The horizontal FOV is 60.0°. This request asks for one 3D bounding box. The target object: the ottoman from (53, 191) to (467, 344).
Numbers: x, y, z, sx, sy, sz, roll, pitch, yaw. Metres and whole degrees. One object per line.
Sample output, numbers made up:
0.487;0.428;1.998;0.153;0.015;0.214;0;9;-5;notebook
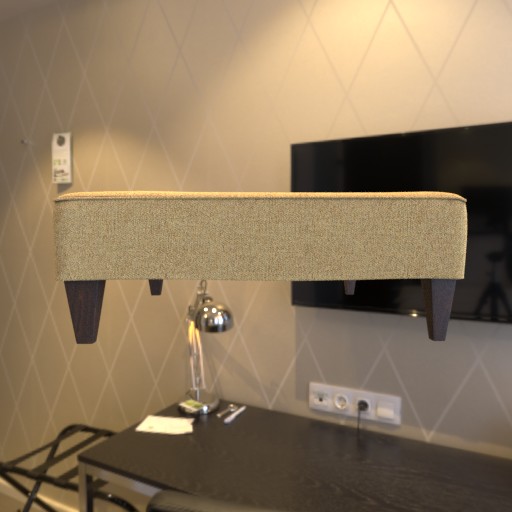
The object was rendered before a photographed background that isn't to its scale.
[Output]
0.000;0.000;1.504;0.970;0.378;0.981;0;2;-2;ottoman
